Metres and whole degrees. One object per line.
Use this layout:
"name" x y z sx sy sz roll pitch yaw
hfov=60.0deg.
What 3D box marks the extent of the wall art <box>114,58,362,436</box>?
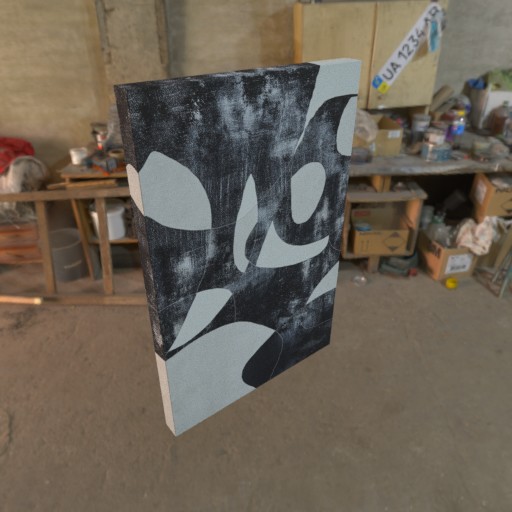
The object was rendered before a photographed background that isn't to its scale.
"wall art" 0.000 0.000 0.782 0.407 0.610 0.039 -22 37 -32
